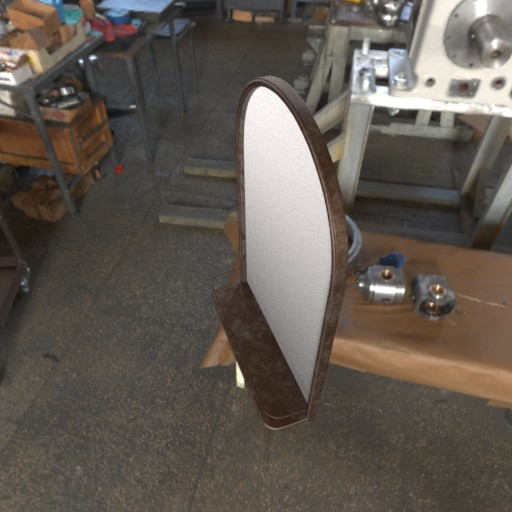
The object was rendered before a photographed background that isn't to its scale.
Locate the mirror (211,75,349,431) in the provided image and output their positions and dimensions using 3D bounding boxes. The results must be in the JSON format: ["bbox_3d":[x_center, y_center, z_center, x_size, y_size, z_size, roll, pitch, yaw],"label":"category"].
[{"bbox_3d":[0.000,0.000,1.014,0.137,0.770,0.510,-16,48,-15],"label":"mirror"}]
